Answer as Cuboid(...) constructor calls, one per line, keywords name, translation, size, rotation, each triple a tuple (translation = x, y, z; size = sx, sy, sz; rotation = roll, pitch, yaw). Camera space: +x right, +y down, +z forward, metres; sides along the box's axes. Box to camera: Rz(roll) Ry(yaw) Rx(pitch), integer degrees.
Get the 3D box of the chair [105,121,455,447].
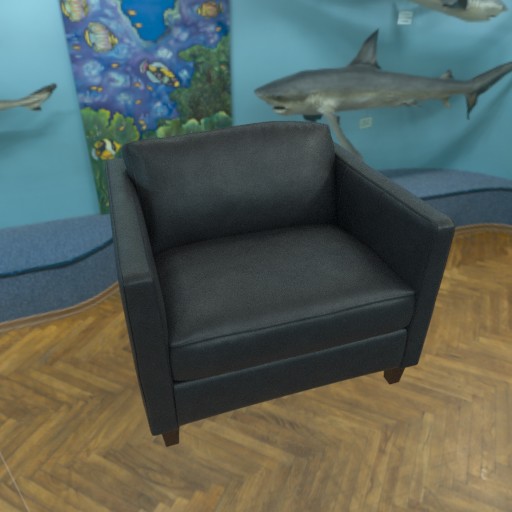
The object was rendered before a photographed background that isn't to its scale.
Cuboid(name="chair", translation=(0.000, 0.000, 1.589), size=(0.939, 0.811, 0.862), rotation=(-10, 33, -15))
